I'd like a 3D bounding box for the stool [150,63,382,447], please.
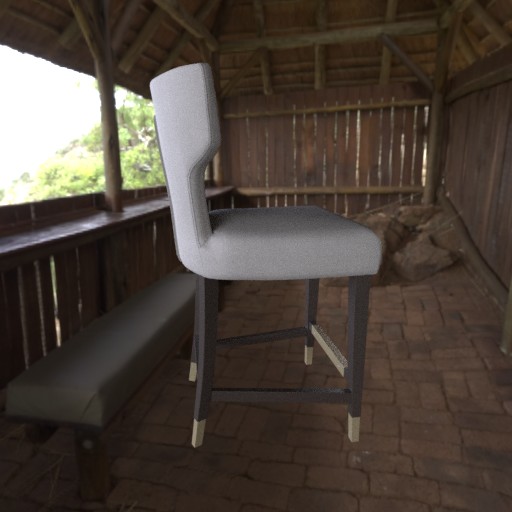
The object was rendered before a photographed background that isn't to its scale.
[{"bbox_3d":[0.000,0.000,1.322,0.563,0.982,0.527,-2,14,-9],"label":"stool"}]
